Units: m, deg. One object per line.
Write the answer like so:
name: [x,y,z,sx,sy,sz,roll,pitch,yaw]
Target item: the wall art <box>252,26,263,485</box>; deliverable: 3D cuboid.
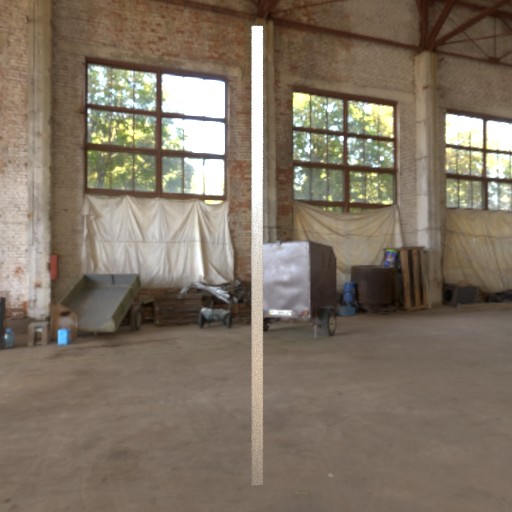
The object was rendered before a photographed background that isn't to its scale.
wall art: [0.000,0.000,0.698,0.013,0.529,0.376,0,-1,0]
